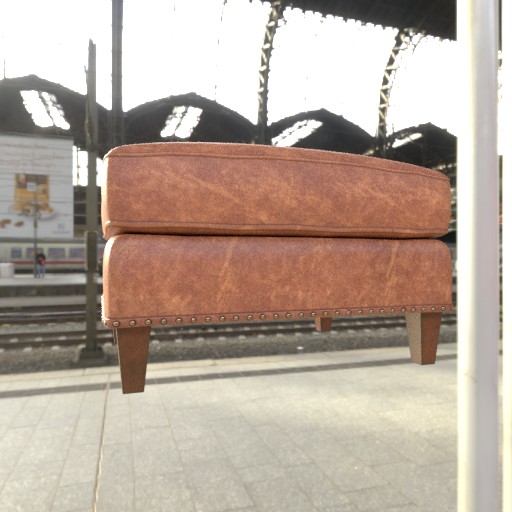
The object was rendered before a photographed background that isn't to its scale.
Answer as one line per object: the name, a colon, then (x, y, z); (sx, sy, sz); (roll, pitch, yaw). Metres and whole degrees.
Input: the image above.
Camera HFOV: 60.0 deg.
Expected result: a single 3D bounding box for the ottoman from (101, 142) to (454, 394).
ottoman: (0.000, 0.000, 1.125); (0.742, 0.486, 0.586); (0, 0, -19)
